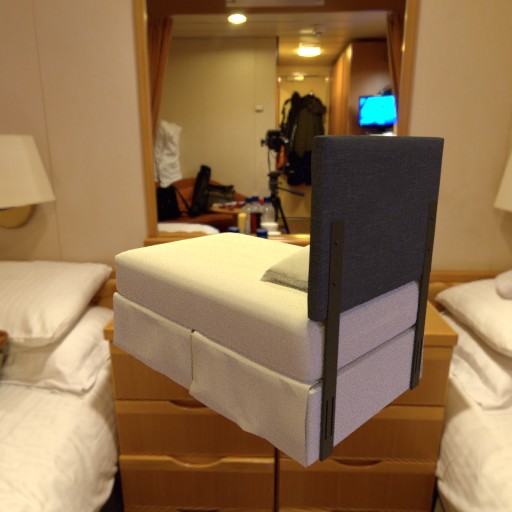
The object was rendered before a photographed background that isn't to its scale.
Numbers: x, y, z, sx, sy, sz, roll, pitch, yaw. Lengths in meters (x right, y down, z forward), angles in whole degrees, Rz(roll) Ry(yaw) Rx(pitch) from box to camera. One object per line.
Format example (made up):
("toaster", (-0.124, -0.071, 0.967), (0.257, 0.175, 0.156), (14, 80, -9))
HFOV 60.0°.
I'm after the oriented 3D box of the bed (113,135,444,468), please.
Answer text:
("bed", (0.000, 0.000, 3.037), (1.261, 1.571, 1.997), (-14, 20, -43))
